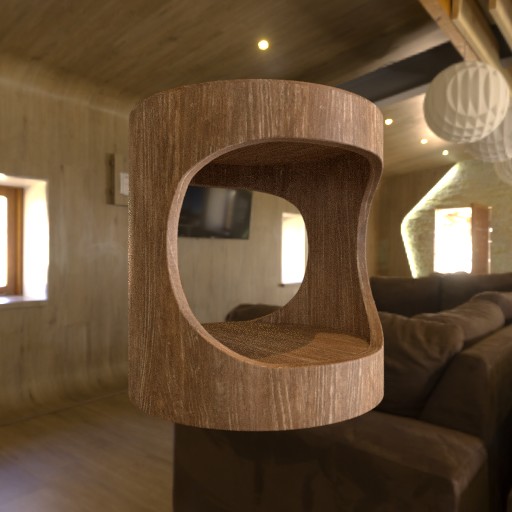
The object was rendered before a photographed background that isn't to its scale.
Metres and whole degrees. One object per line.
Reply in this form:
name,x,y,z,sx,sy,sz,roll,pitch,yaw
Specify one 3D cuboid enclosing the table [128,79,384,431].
table,0.000,0.000,0.954,0.527,0.551,0.527,0,0,0
